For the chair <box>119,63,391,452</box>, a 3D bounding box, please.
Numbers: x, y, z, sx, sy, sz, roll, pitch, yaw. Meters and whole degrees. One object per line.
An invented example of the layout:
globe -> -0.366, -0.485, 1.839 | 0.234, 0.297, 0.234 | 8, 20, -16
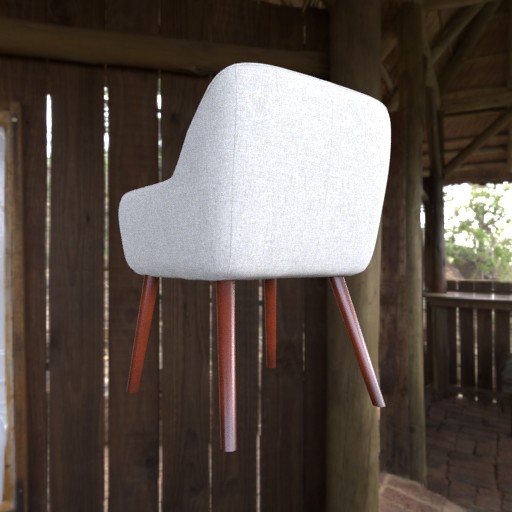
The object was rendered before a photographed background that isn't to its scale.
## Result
chair -> 0.000, 0.000, 1.266 | 0.610, 0.813, 0.610 | 0, -1, -35
